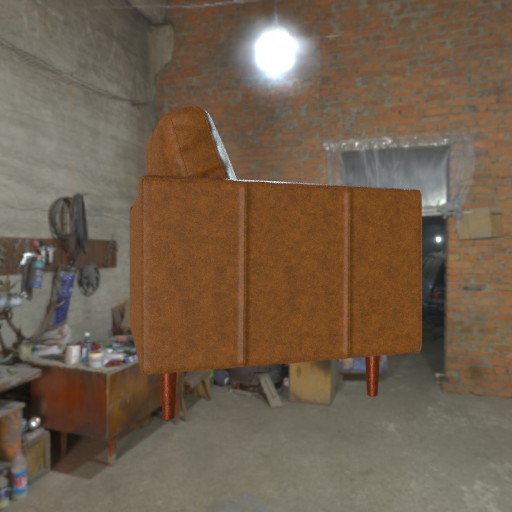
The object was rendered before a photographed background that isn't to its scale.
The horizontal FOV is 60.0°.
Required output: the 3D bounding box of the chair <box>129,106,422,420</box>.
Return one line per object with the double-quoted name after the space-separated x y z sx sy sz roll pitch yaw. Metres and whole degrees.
0.000 0.000 1.705 0.909 0.956 0.890 0 0 -18 "chair"
